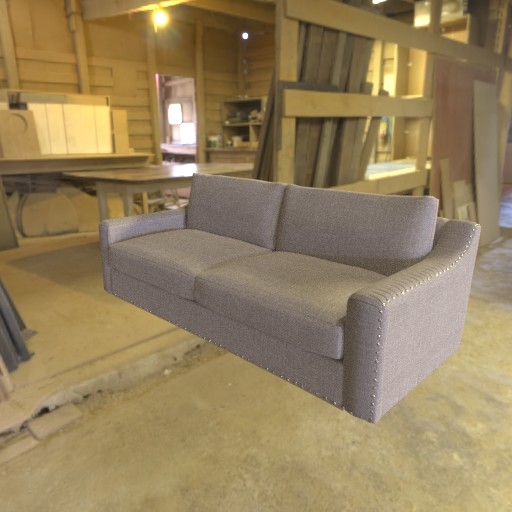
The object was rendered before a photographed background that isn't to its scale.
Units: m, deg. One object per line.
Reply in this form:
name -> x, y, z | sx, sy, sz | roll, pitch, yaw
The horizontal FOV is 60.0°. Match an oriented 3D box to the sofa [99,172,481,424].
sofa -> 0.000, 0.000, 2.702 | 2.208, 0.857, 1.000 | 15, 21, 42
